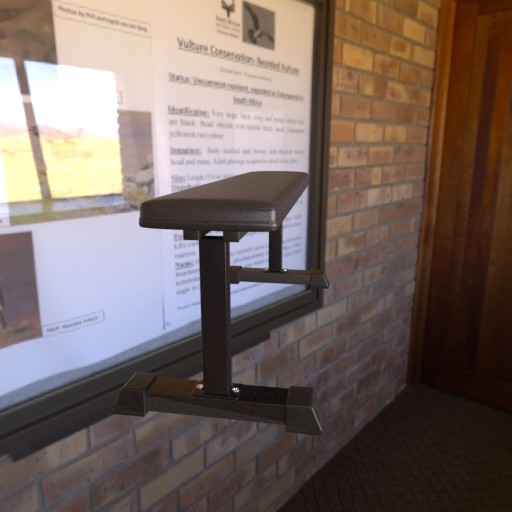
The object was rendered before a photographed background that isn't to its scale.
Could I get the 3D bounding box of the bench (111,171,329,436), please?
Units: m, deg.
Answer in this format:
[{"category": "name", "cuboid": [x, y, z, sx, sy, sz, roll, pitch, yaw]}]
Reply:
[{"category": "bench", "cuboid": [0.000, 0.000, 1.322, 0.439, 0.453, 1.072, 2, 14, 9]}]
